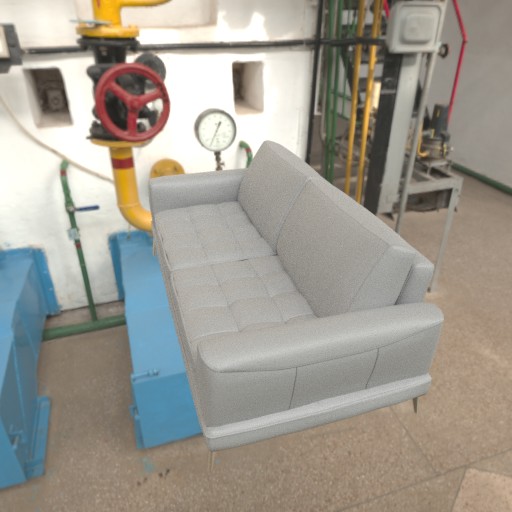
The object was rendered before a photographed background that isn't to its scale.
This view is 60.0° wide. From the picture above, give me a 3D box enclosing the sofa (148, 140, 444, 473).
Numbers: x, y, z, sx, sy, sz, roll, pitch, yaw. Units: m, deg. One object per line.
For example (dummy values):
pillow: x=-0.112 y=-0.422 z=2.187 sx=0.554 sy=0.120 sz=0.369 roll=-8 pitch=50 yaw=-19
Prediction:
sofa: x=0.000 y=0.000 z=2.691 sx=1.121 sy=0.930 sz=2.177 roll=-9 pitch=31 yaw=-15
